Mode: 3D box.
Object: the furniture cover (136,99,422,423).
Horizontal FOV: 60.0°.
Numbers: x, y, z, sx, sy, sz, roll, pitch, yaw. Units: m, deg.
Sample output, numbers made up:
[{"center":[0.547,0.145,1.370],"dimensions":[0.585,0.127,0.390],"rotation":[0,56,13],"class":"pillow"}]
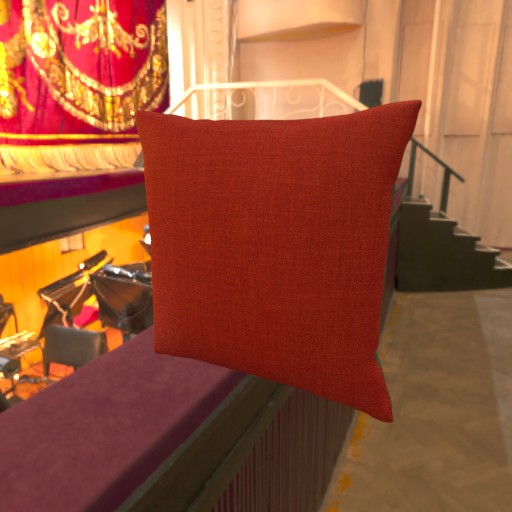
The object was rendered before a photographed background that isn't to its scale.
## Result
[{"center":[0.000,0.000,0.787],"dimensions":[0.517,0.508,0.158],"rotation":[8,17,27],"class":"furniture cover"}]
